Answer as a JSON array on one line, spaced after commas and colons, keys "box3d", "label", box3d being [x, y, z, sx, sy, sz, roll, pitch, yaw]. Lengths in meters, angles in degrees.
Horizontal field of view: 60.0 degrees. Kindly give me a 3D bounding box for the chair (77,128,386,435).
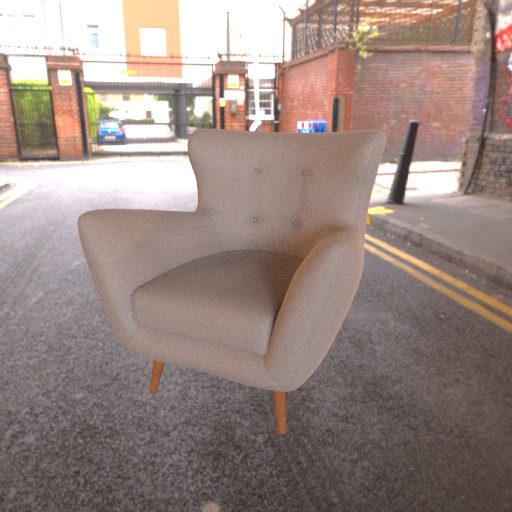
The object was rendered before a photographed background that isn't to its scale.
[{"box3d": [0.000, 0.000, 1.625, 0.890, 0.889, 0.889, 8, 18, 24], "label": "chair"}]
